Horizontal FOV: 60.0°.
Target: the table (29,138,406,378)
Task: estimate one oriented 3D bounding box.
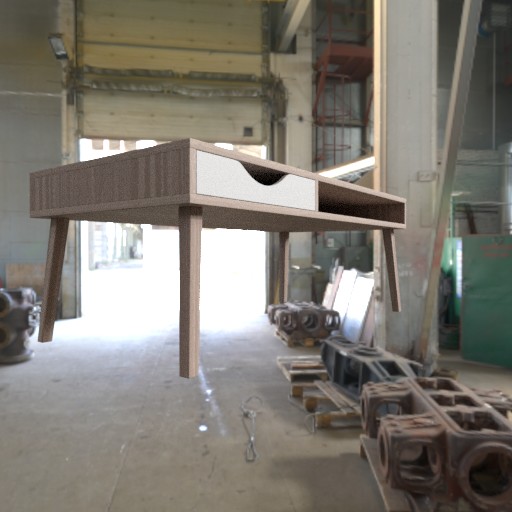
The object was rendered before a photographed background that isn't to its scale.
[{"bbox_3d":[0.000,0.000,1.475,0.600,0.450,1.200,0,1,37],"label":"table"}]
